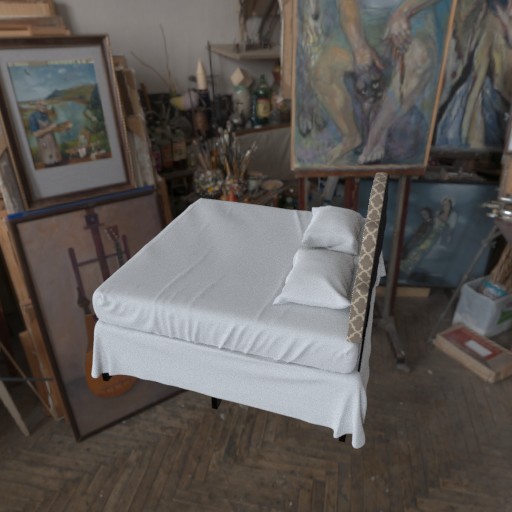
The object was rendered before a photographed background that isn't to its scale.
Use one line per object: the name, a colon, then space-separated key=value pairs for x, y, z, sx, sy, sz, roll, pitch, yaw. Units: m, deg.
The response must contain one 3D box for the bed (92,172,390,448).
bed: x=0.000 y=0.000 z=3.819 sx=2.222 sy=1.601 sz=2.314 roll=9 pitch=30 yaw=15
